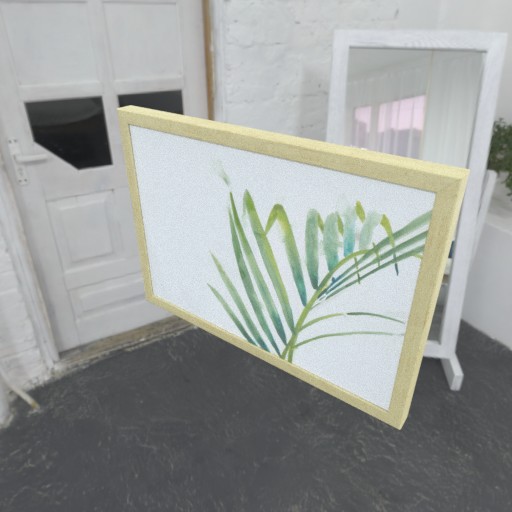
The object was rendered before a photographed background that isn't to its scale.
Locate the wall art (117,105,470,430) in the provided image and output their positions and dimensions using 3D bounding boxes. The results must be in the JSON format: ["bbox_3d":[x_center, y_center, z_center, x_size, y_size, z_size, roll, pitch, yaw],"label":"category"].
[{"bbox_3d":[0.000,0.000,0.685,0.533,0.381,0.032,20,36,31],"label":"wall art"}]
